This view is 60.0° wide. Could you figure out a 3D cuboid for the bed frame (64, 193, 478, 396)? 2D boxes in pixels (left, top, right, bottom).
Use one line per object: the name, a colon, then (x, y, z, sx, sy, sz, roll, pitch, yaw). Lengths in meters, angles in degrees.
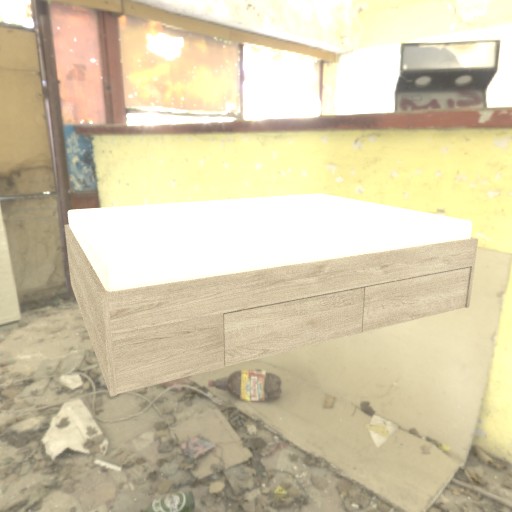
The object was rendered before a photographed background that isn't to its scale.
bed frame: (0.000, 0.000, 2.613, 1.944, 0.490, 1.448, -7, 17, -26)
